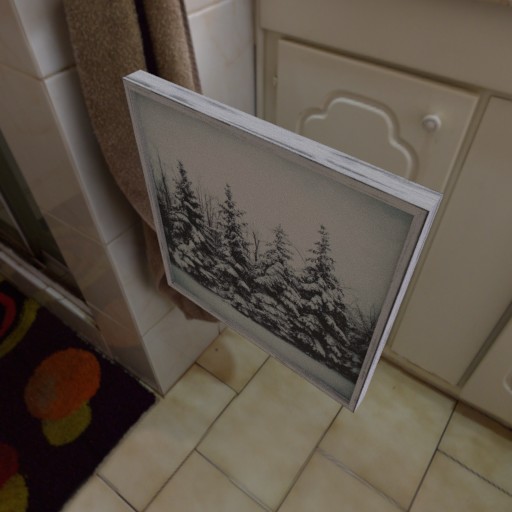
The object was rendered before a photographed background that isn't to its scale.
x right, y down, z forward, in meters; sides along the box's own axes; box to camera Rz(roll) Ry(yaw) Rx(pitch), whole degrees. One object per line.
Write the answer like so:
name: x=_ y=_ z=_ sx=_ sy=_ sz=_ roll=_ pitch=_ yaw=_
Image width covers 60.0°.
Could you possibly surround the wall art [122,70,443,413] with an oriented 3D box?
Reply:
wall art: x=0.000 y=0.000 z=0.777 sx=0.506 sy=0.506 sz=0.038 roll=30 pitch=54 yaw=25
